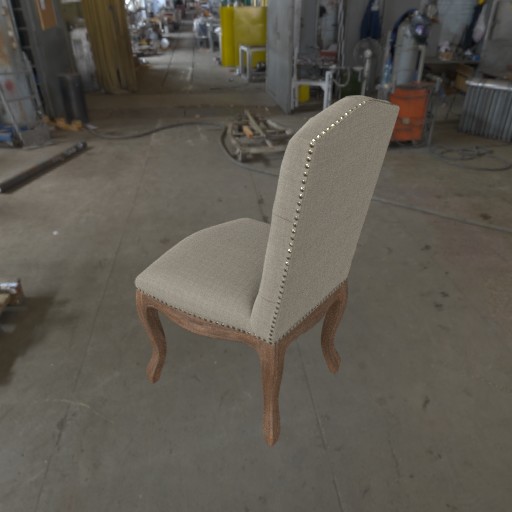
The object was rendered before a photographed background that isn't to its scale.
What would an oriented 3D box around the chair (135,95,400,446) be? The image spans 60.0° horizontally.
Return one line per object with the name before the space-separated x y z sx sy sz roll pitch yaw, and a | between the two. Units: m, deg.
chair | 0.000 0.000 1.612 0.731 1.191 0.637 22 37 32
